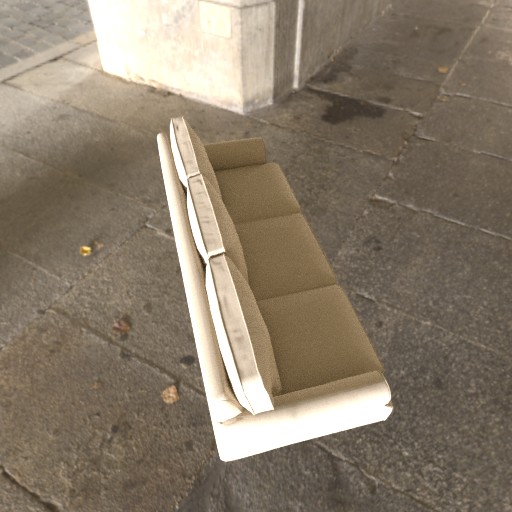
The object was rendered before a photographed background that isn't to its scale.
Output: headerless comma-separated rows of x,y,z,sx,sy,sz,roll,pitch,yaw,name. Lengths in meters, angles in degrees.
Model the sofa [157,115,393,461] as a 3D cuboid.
0.000,0.000,2.876,0.966,0.948,2.354,-11,47,-10,sofa
